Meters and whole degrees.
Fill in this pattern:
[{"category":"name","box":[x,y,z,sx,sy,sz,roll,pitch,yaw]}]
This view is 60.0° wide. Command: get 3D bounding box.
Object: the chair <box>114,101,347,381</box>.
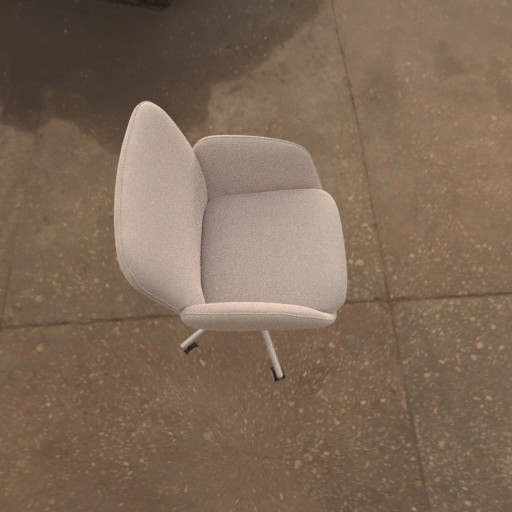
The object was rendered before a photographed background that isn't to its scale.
[{"category":"chair","box":[0.000,0.000,1.419,0.633,0.959,0.648,-1,65,-1]}]
